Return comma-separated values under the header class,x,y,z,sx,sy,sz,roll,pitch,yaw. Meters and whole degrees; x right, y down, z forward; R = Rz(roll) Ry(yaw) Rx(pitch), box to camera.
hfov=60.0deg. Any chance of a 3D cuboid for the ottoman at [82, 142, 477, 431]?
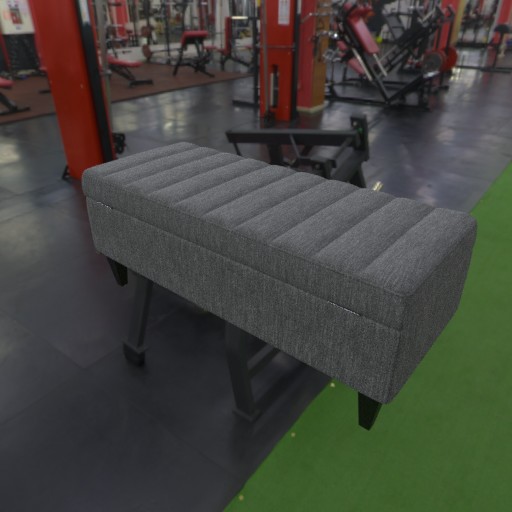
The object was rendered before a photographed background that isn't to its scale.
class,x,y,z,sx,sy,sz,roll,pitch,yaw
ottoman,0.000,0.000,1.417,1.151,0.469,0.482,22,37,34
